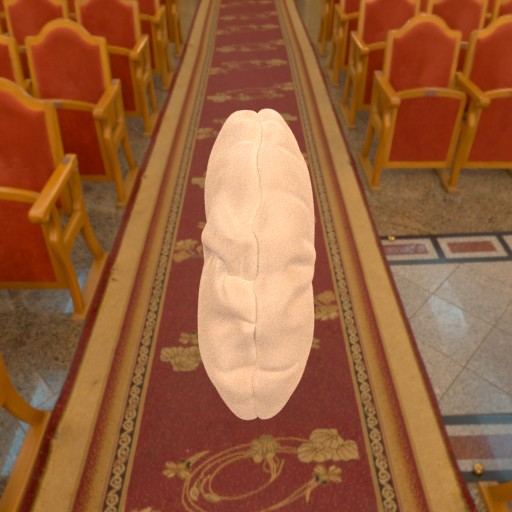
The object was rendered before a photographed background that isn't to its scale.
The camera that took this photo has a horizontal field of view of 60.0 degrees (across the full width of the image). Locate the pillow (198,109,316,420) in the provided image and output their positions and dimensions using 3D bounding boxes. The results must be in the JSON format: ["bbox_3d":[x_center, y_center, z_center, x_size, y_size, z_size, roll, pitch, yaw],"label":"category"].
[{"bbox_3d":[0.000,0.000,0.649,0.148,0.407,0.428,0,40,0],"label":"pillow"}]
